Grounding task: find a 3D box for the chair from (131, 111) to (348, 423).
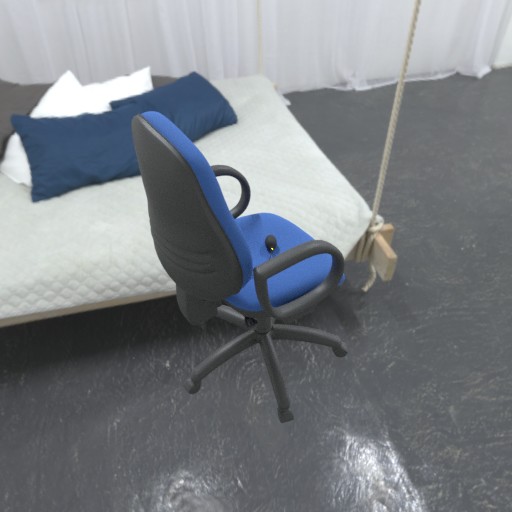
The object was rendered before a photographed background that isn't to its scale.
[{"bbox_3d":[0.000,0.000,1.252,0.549,0.905,0.552,-24,46,-25],"label":"chair"}]
